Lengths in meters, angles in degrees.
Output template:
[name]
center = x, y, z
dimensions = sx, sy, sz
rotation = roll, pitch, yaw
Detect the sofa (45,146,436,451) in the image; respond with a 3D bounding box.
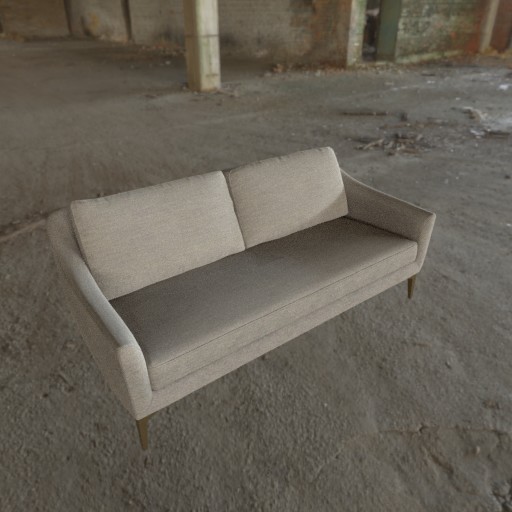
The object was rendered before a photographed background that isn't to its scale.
[sofa]
center = 0.000, 0.000, 2.551
dimensions = 2.036, 0.913, 0.980
rotation = -21, 35, -32
